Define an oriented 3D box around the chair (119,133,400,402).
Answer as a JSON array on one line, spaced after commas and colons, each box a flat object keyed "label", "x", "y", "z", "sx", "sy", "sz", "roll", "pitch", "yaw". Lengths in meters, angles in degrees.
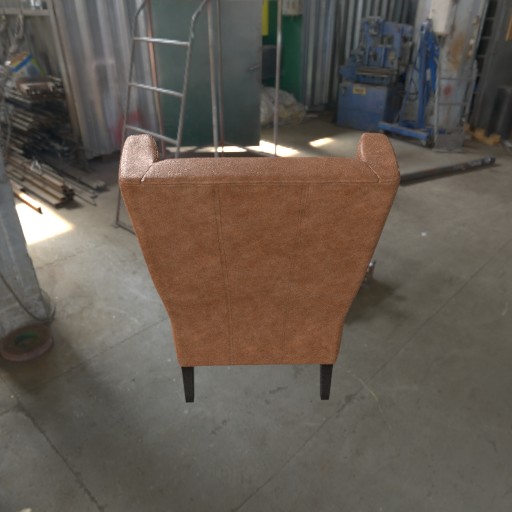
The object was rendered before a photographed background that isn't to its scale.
[{"label": "chair", "x": 0.000, "y": 0.000, "z": 1.682, "sx": 0.853, "sy": 1.016, "sz": 0.926, "roll": -1, "pitch": 30, "yaw": -1}]
